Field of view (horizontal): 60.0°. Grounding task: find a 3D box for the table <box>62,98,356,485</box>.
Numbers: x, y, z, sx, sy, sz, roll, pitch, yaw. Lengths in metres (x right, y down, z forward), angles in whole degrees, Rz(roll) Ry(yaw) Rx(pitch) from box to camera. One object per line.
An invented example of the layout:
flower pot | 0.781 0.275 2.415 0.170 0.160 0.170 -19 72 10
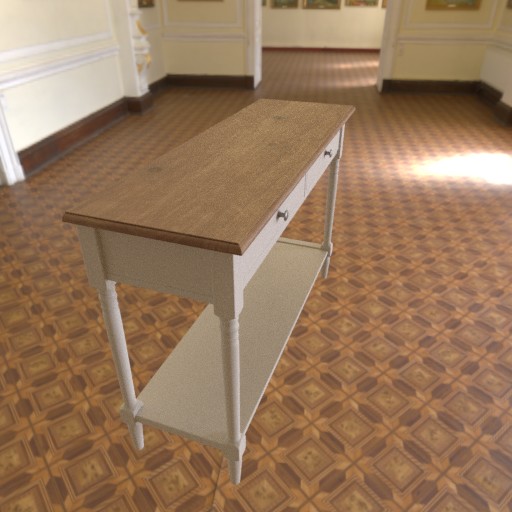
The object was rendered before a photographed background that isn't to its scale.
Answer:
table | 0.000 0.000 1.541 0.399 0.800 1.219 11 32 17
